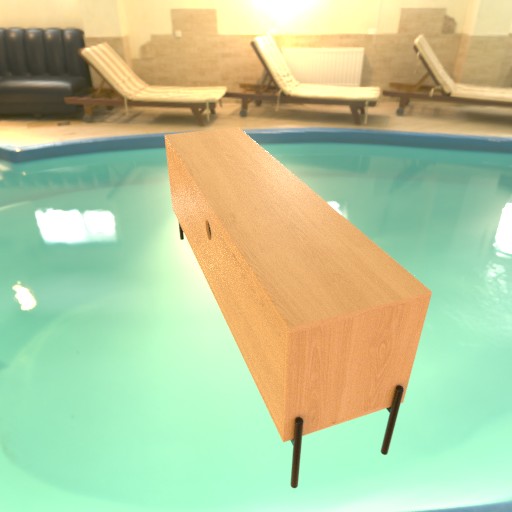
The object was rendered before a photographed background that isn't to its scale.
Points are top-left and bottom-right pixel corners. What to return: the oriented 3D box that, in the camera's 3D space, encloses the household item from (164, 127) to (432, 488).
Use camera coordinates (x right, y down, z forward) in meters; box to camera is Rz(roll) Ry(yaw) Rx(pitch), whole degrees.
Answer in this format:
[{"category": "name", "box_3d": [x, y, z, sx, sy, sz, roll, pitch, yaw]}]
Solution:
[{"category": "household item", "box_3d": [0.000, 0.000, 1.784, 0.400, 0.600, 1.550, -11, 34, -17]}]
